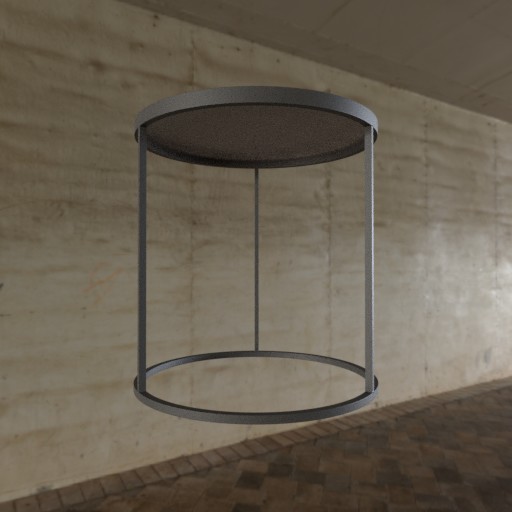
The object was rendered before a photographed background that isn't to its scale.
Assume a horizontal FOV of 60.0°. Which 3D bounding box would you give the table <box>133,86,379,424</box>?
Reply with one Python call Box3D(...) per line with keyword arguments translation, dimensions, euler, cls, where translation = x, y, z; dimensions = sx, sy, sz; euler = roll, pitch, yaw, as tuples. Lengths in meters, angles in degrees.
Box3D(translation=(0.000, 0.000, 0.885), dimensions=(0.470, 0.498, 0.470), euler=(0, -1, 0), cls="table")
